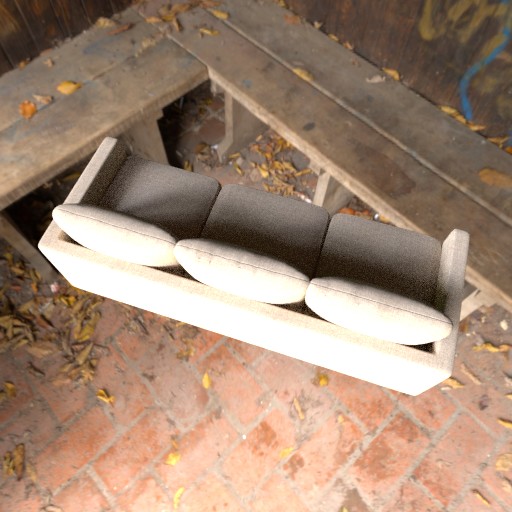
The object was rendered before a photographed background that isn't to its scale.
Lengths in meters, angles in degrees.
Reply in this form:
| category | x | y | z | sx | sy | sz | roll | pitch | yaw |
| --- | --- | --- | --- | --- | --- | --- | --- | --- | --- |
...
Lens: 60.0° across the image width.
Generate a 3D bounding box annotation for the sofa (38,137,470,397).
| category | x | y | z | sx | sy | sz | roll | pitch | yaw |
| --- | --- | --- | --- | --- | --- | --- | --- | --- | --- |
| sofa | 0.000 | 0.000 | 2.604 | 2.218 | 0.874 | 0.859 | 16 | 64 | 8 |
